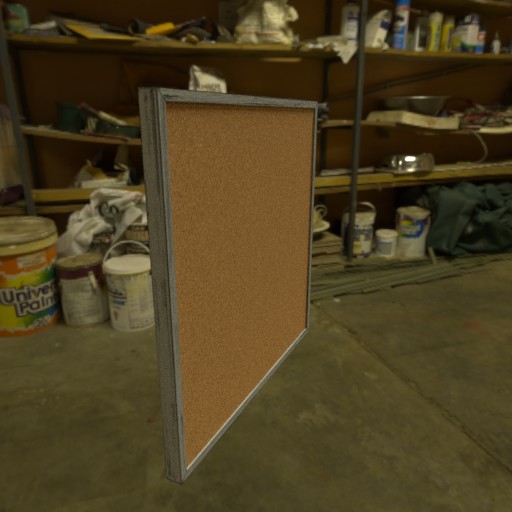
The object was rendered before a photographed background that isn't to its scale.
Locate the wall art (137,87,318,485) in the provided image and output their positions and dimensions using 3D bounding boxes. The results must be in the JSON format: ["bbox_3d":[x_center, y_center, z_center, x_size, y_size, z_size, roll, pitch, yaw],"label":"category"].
[{"bbox_3d":[0.000,0.000,1.123,0.037,0.761,0.761,8,19,25],"label":"wall art"}]
